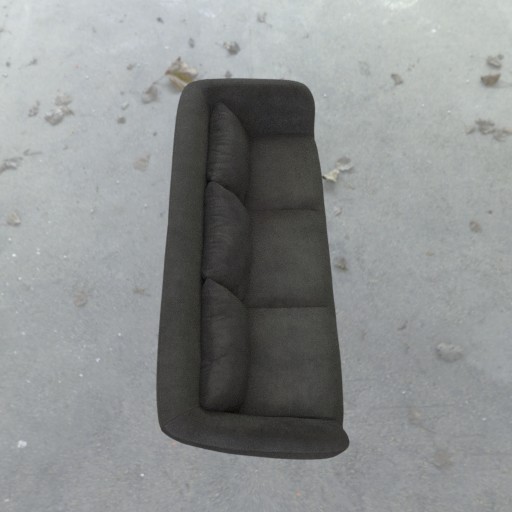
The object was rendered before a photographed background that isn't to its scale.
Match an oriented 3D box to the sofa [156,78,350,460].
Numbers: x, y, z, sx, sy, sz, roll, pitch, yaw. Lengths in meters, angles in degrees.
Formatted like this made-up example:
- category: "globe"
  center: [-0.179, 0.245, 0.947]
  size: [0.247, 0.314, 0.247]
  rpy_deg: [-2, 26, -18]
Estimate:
- category: "sofa"
  center: [0.000, 0.000, 2.726]
  size: [0.956, 0.875, 2.296]
  rpy_deg: [-1, 64, 0]
